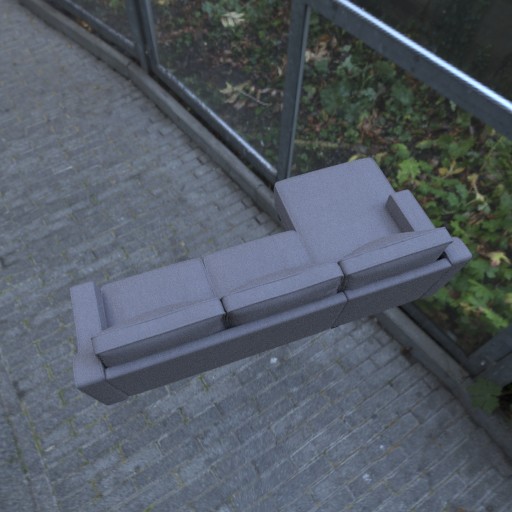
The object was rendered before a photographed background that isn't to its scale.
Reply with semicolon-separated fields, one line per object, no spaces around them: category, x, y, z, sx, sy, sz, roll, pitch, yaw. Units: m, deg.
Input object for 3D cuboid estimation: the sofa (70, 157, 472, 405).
sofa;0.000;0.000;3.216;2.561;0.928;1.294;-17;60;-10
